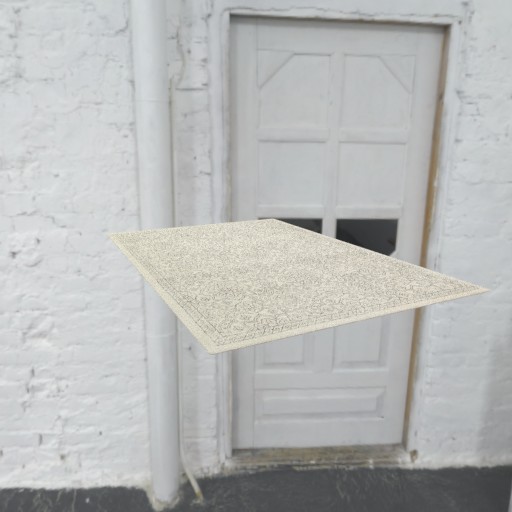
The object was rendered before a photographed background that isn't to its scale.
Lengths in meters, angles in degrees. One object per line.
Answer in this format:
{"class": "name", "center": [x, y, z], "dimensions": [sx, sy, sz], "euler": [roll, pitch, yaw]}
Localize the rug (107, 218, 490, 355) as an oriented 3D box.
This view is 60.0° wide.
{"class": "rug", "center": [0.000, 0.000, 2.905], "dimensions": [1.524, 0.011, 2.286], "euler": [-7, 17, -26]}
